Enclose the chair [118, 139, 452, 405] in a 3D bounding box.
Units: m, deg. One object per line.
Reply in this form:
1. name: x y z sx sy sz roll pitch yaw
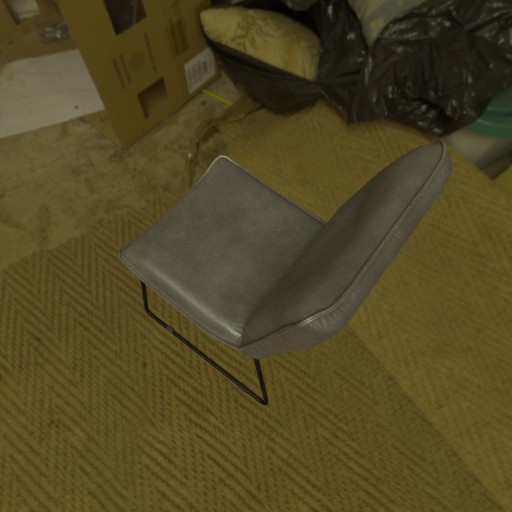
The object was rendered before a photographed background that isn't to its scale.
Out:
1. chair: 0.000 0.000 1.295 0.688 0.932 0.515 34 67 17
